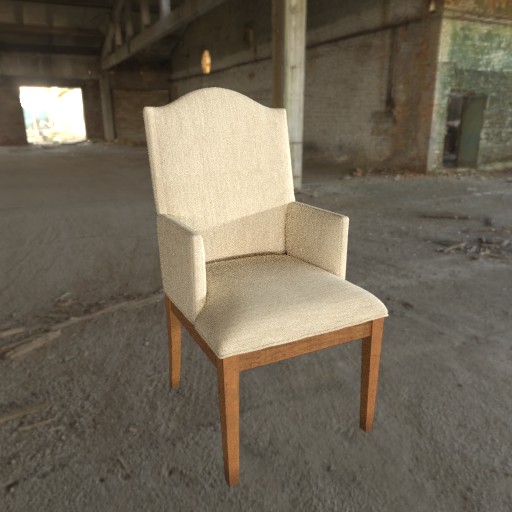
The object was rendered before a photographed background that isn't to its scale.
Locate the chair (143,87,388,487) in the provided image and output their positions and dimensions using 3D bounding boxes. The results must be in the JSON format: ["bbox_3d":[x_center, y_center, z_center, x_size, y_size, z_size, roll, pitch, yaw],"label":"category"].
[{"bbox_3d":[0.000,0.000,1.376,0.533,1.016,0.641,-9,19,-26],"label":"chair"}]
